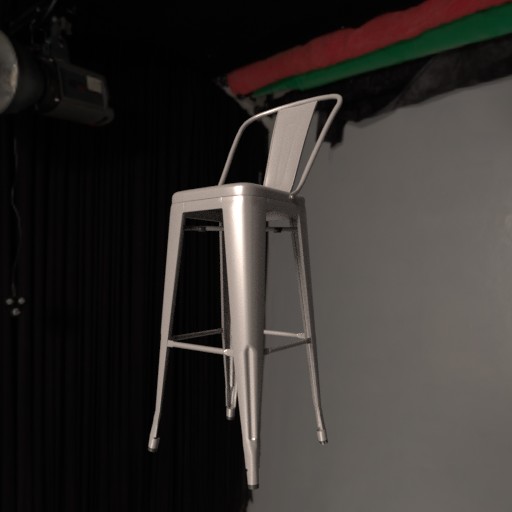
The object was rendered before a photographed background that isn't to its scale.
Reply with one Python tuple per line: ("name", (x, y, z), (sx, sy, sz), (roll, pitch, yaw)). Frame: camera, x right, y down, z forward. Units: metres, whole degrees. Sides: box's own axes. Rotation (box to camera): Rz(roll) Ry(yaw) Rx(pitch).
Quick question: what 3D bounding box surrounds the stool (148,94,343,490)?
("stool", (0.000, 0.000, 1.340), (0.399, 1.096, 0.513), (-1, -2, 37))
